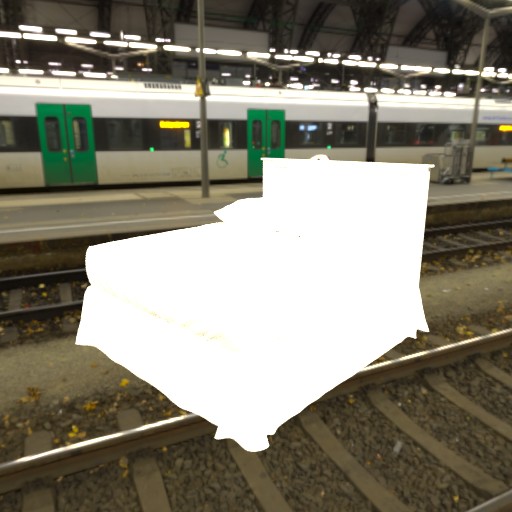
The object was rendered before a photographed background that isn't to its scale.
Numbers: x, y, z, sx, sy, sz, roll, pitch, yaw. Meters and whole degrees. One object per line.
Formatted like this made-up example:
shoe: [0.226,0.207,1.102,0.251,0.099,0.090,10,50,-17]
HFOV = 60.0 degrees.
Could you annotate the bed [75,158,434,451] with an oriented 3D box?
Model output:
bed: [0.000,0.000,3.192,1.876,1.269,2.047,14,20,42]
